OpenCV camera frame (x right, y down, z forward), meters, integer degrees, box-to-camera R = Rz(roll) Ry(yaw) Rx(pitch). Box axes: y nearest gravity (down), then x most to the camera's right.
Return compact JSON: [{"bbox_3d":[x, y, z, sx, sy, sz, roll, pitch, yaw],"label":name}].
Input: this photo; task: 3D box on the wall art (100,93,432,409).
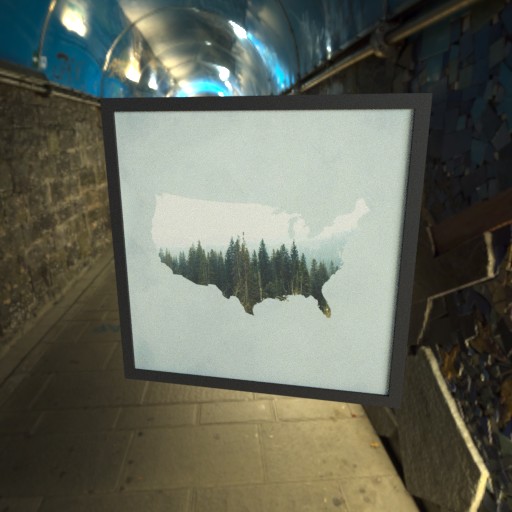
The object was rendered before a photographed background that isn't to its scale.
[{"bbox_3d":[0.000,0.000,1.122,0.763,0.763,0.038,3,16,11],"label":"wall art"}]
